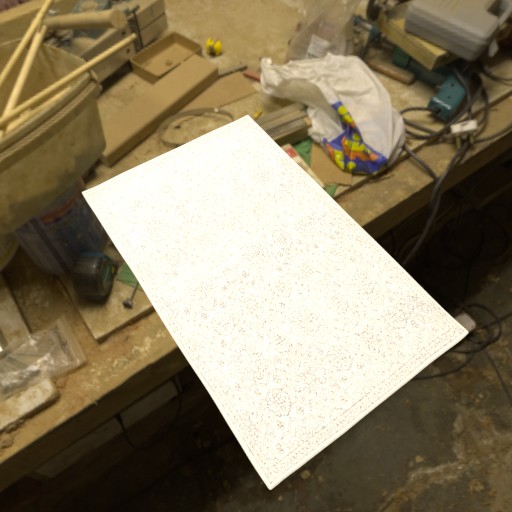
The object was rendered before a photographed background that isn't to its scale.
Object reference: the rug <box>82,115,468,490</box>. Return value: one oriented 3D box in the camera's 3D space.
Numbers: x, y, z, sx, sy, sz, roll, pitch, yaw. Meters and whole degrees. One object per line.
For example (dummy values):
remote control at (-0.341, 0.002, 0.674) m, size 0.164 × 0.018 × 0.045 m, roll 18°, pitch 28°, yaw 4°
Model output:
rug at (0.000, 0.000, 3.039) m, size 1.518 × 0.023 × 2.434 m, roll -31°, pitch 63°, yaw -18°
